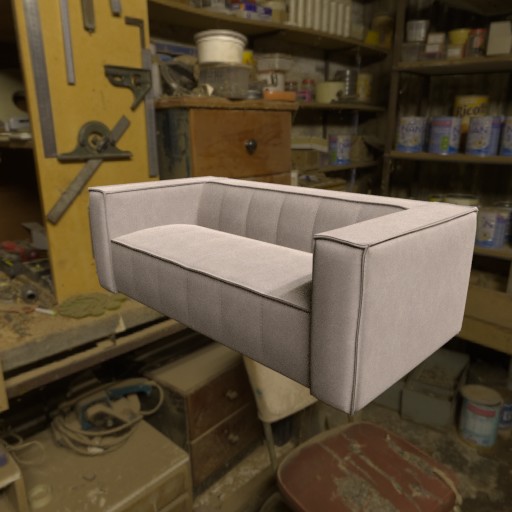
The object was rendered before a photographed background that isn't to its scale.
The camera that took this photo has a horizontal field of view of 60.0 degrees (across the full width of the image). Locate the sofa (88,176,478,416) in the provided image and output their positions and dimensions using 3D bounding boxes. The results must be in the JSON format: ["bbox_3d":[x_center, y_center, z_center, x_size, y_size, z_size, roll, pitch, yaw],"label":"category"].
[{"bbox_3d":[0.000,0.000,2.473,1.038,0.680,1.995,-15,22,-43],"label":"sofa"}]
